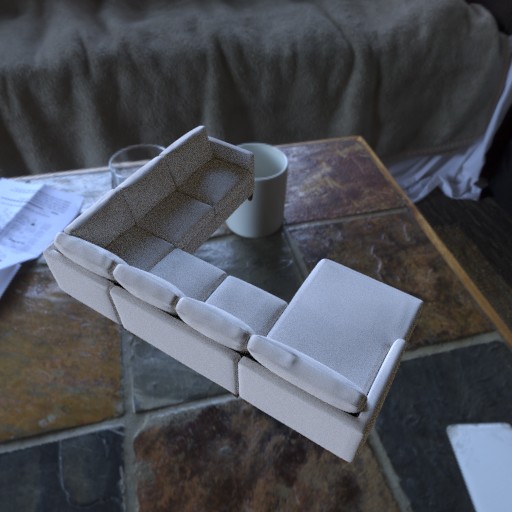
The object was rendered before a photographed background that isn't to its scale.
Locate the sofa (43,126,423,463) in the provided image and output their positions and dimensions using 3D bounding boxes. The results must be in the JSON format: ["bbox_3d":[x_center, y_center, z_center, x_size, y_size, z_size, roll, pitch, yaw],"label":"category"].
[{"bbox_3d":[0.000,0.000,4.682,3.459,0.956,2.593,25,52,21],"label":"sofa"}]
